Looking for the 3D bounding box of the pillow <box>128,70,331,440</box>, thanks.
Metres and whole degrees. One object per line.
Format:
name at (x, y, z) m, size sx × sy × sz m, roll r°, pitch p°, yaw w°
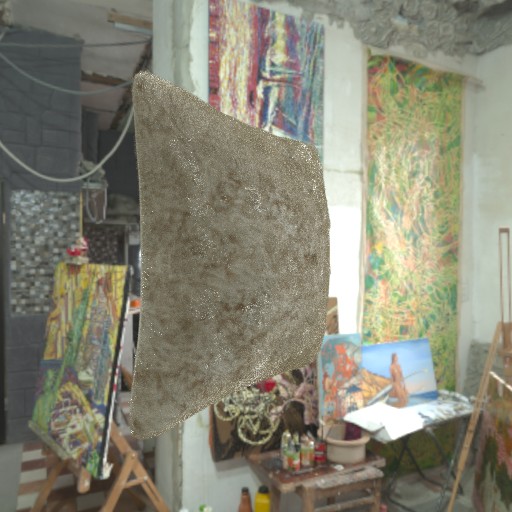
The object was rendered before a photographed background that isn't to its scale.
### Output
pillow at (0.000, 0.000, 0.815) m, size 0.216 × 0.525 × 0.538 m, roll 1°, pitch 1°, yaw 35°
